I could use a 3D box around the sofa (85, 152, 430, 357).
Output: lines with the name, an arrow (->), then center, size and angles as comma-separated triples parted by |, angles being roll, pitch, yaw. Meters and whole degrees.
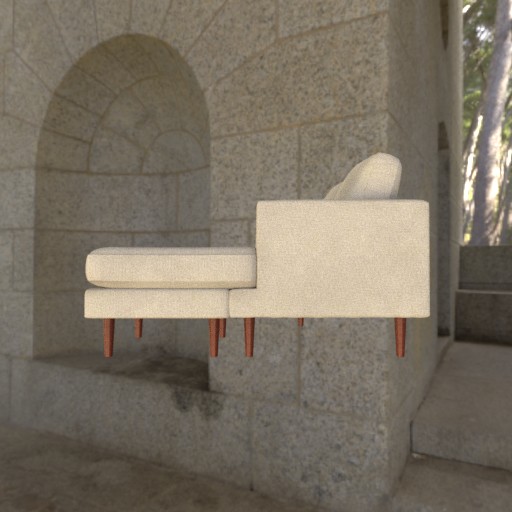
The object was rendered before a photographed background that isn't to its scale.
sofa -> 0.000, 0.000, 3.023 | 1.504, 0.956, 2.233 | 0, -1, 0
